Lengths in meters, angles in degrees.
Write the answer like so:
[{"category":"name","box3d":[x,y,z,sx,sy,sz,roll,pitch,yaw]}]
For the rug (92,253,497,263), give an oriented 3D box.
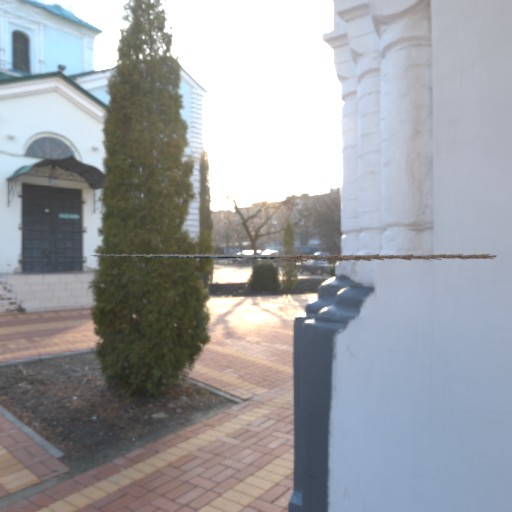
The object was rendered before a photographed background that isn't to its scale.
[{"category":"rug","box3d":[0.000,0.000,2.341,1.181,0.028,1.936,0,0,-36]}]
